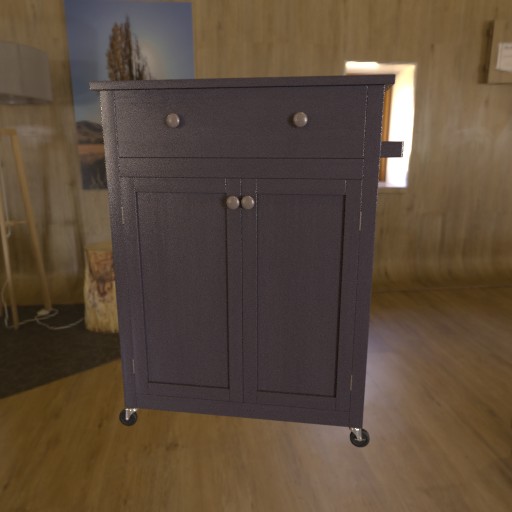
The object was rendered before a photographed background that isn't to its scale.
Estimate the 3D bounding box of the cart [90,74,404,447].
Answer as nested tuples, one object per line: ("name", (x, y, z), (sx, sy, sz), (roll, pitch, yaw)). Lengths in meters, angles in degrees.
("cart", (0.000, 0.000, 1.245), (0.690, 0.878, 0.449), (2, 14, 8))
